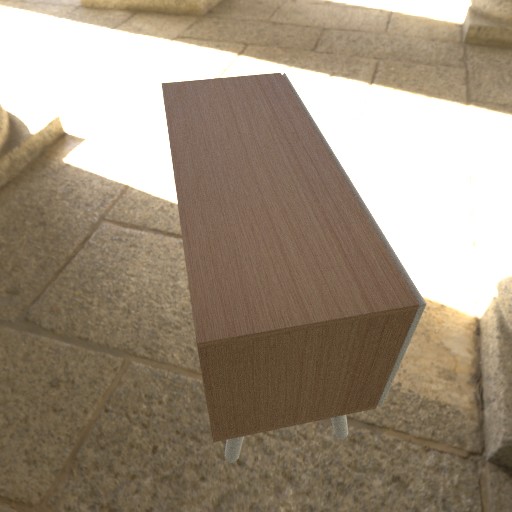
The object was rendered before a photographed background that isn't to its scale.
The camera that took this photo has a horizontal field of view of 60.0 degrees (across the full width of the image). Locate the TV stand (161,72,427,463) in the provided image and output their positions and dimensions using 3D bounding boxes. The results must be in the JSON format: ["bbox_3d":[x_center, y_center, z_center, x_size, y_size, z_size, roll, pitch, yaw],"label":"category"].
[{"bbox_3d":[0.000,0.000,1.324,0.407,0.660,0.991,-9,46,-8],"label":"TV stand"}]
